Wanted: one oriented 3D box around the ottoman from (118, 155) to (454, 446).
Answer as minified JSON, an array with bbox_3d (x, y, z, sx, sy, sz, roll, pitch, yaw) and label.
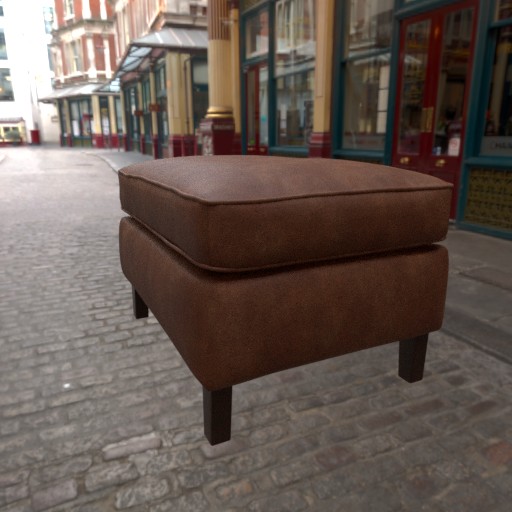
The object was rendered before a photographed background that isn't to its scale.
[{"bbox_3d":[0.000,0.000,0.969,0.501,0.418,0.665,-7,16,-25],"label":"ottoman"}]
